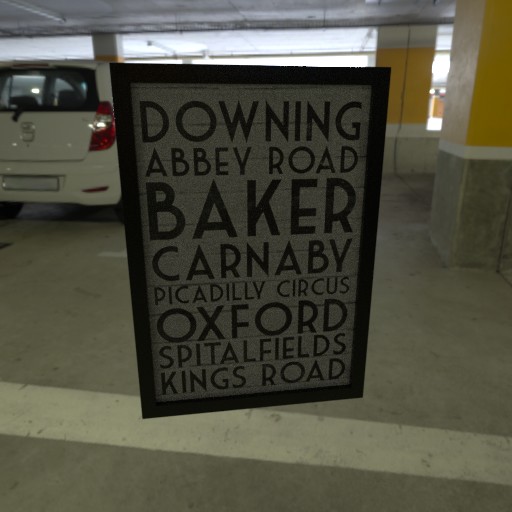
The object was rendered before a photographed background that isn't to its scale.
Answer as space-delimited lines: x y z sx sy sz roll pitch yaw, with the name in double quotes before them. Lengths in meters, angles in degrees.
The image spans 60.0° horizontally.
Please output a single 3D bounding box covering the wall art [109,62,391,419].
"wall art" 0.000 0.000 0.544 0.304 0.432 0.013 -3 18 -8
